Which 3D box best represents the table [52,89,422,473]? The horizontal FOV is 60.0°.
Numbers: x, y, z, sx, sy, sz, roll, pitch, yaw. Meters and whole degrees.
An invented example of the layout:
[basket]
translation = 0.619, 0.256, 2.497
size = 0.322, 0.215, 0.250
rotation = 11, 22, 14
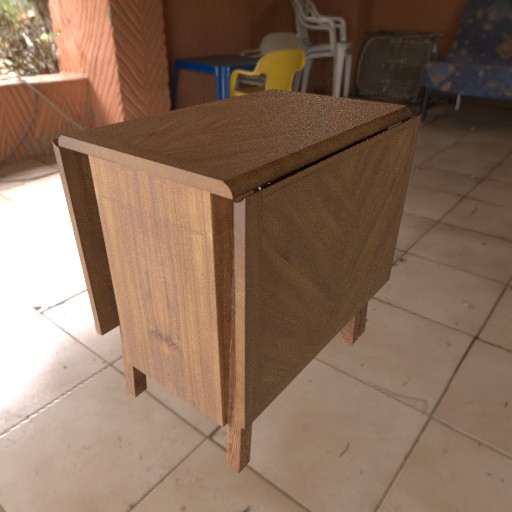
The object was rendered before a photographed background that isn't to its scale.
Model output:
[table]
translation = 0.000, 0.000, 1.619
size = 0.701, 0.981, 0.967
rotation = 21, 36, 32
